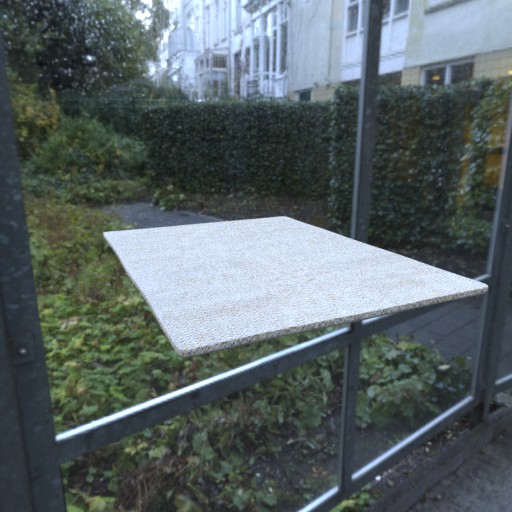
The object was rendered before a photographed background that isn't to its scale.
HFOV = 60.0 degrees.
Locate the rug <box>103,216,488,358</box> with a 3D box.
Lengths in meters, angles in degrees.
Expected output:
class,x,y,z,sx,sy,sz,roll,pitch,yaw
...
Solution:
class,x,y,z,sx,sy,sz,roll,pitch,yaw
rug,0.000,0.000,2.107,1.200,0.027,1.600,-7,17,-24
